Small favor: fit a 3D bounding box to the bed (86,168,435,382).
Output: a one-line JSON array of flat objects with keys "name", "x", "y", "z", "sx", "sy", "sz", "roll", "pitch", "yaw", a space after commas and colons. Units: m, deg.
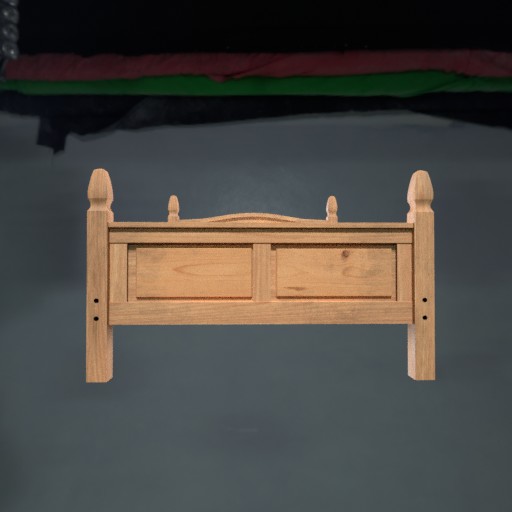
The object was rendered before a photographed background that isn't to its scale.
[{"name": "bed", "x": 0.000, "y": 0.000, "z": 2.925, "sx": 1.490, "sy": 1.100, "sz": 2.069, "roll": 0, "pitch": -1, "yaw": -1}]
